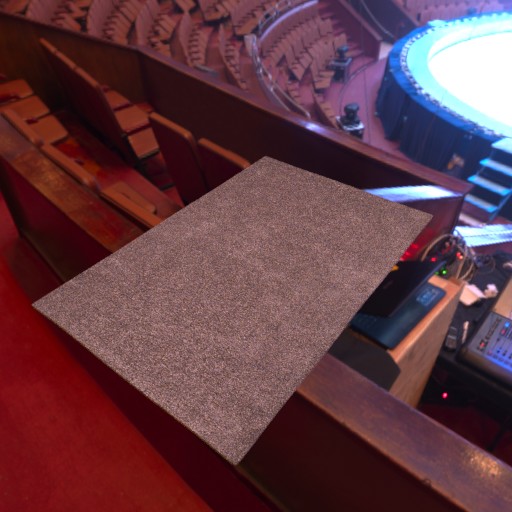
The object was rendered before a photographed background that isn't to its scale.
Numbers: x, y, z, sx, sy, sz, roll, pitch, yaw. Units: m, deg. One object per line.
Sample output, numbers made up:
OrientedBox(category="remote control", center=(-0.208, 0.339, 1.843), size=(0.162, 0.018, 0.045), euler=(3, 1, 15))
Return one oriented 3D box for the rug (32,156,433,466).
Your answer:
OrientedBox(category="rug", center=(0.000, 0.000, 3.432), size=(1.802, 0.026, 2.699), euler=(26, 47, 28))
